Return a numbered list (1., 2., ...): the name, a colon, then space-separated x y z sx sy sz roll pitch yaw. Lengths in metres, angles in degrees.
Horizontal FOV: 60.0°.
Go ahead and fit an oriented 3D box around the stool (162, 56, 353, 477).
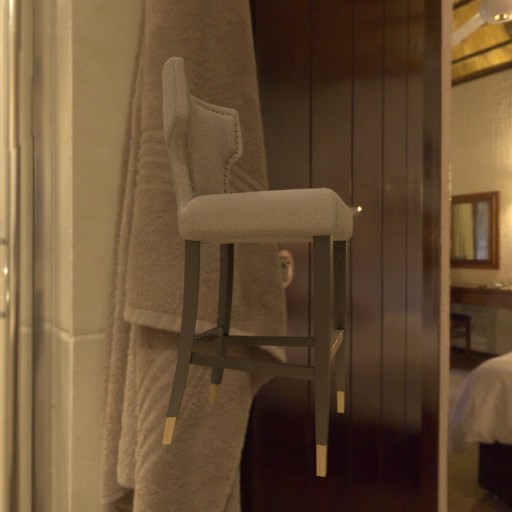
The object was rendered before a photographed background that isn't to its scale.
1. stool: 0.000 0.000 1.396 0.563 1.092 0.526 0 0 17
